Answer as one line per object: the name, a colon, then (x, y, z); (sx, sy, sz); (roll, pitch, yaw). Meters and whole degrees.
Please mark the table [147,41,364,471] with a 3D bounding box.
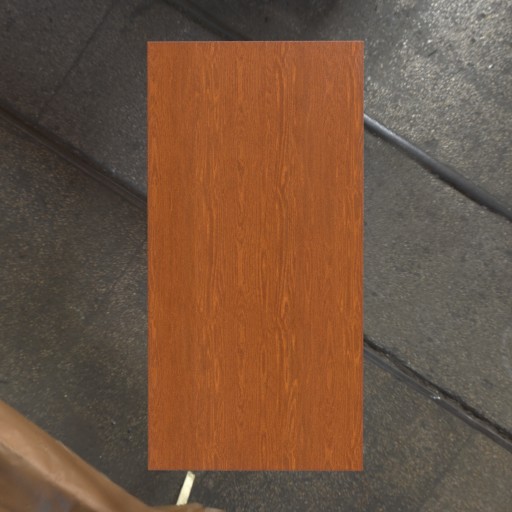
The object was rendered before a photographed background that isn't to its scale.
table: (0.000, 0.000, 2.036); (0.811, 0.755, 1.609); (0, 91, 0)
